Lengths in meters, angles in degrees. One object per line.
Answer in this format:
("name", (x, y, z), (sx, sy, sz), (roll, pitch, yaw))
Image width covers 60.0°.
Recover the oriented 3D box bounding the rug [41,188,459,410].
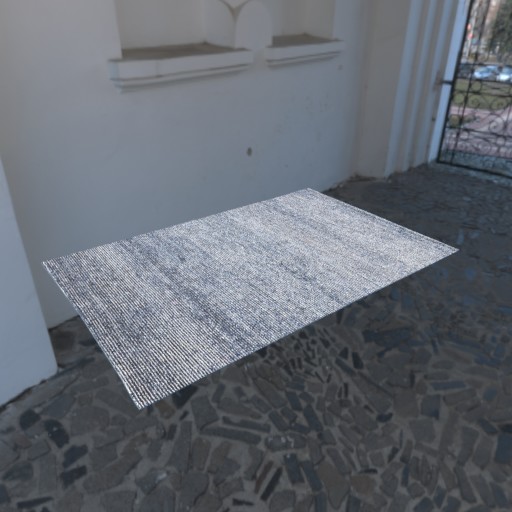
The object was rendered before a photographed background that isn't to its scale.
("rug", (0.000, 0.000, 2.188), (1.740, 0.010, 1.135), (-20, 34, -31))
